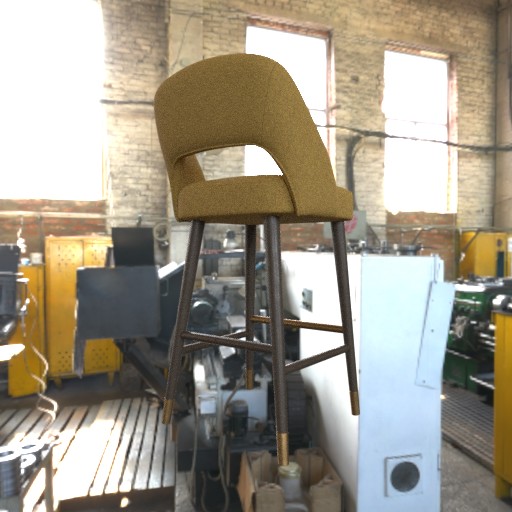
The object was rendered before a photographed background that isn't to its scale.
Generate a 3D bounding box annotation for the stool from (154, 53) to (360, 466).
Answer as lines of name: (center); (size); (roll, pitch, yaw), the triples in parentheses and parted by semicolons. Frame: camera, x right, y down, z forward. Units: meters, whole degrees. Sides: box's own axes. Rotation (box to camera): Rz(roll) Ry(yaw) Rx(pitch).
stool: (0.000, 0.000, 1.366); (0.536, 1.032, 0.522); (1, 1, 37)
